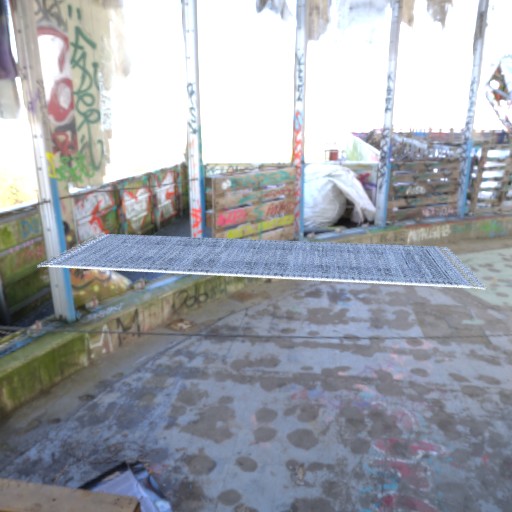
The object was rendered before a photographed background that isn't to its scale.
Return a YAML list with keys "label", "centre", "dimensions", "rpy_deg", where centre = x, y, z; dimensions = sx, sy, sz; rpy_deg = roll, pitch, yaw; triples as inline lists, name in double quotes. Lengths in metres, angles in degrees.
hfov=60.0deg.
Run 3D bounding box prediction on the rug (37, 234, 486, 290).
- label: "rug"
  centre: [0.000, 0.000, 2.759]
  dimensions: [2.480, 0.013, 0.786]
  rpy_deg: [2, 17, 8]
